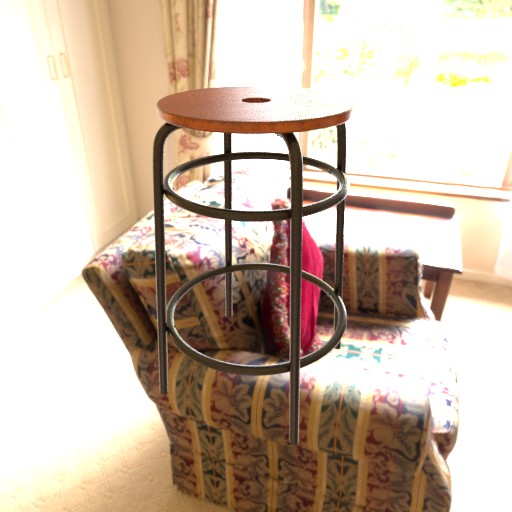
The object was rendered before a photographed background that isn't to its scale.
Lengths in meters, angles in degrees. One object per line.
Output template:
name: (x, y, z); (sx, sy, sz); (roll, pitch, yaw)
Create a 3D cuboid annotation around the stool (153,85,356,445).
stool: (0.000, 0.000, 0.906); (0.455, 0.610, 0.455); (-10, 31, -17)
